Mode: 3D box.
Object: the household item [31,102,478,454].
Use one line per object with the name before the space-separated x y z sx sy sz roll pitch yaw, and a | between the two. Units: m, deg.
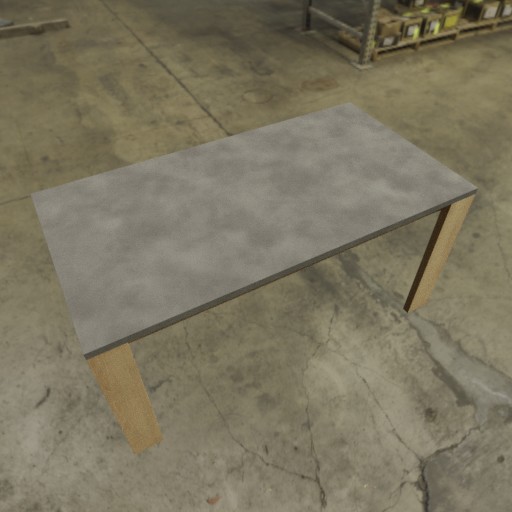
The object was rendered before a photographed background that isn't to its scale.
household item | 0.000 0.000 2.062 1.600 0.755 0.850 -22 50 -20
